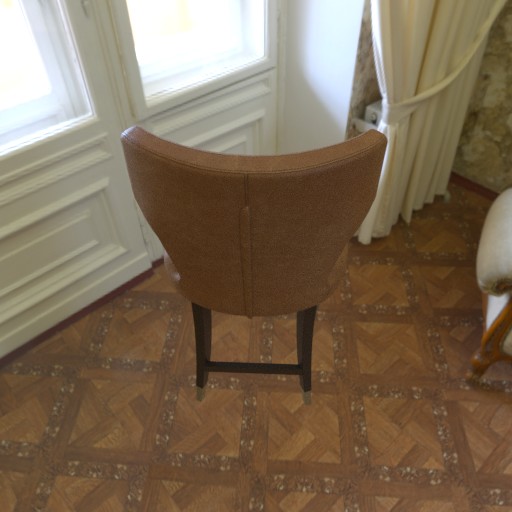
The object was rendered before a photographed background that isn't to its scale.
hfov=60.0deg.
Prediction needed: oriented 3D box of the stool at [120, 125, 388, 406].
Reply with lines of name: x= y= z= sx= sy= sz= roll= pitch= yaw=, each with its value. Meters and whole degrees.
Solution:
stool: x=0.000 y=0.000 z=1.287 sx=0.526 sy=0.982 sz=0.563 roll=2 pitch=45 yaw=2
